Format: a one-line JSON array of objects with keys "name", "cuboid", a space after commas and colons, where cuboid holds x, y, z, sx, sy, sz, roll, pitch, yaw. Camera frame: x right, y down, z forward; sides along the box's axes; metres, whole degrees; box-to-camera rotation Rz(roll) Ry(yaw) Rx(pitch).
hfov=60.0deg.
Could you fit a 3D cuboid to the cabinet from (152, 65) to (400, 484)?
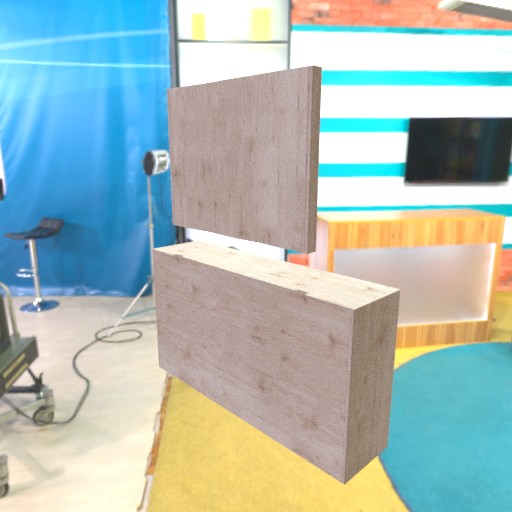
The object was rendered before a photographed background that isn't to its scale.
[{"name": "cabinet", "cuboid": [0.000, 0.000, 2.703, 0.420, 1.981, 1.700, -13, 19, -42]}]
